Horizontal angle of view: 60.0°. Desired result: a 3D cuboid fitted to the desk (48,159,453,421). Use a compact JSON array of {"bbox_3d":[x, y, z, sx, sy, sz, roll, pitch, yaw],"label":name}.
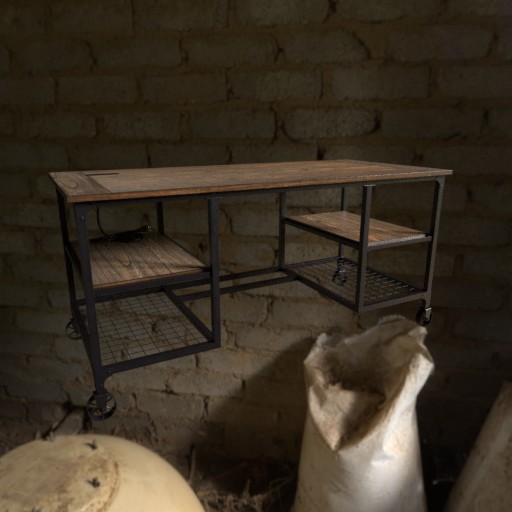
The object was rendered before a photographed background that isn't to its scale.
[{"bbox_3d":[0.000,0.000,1.981,1.590,0.751,0.711,-9,19,-27],"label":"desk"}]
